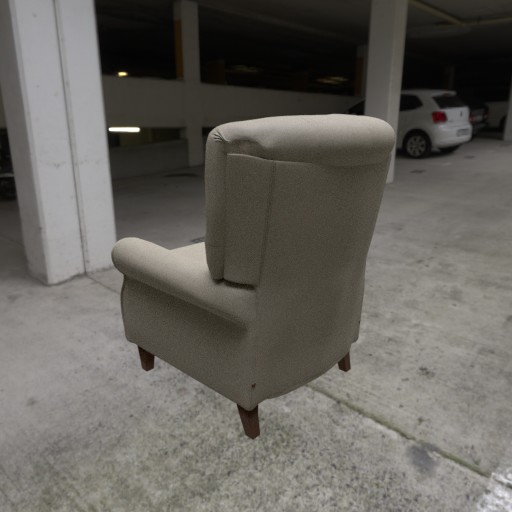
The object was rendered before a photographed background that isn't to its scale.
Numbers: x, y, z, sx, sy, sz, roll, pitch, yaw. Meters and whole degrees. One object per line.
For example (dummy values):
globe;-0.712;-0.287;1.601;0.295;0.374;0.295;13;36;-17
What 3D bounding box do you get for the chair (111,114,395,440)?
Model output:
chair;0.000;0.000;1.918;1.059;1.158;0.943;15;22;41
